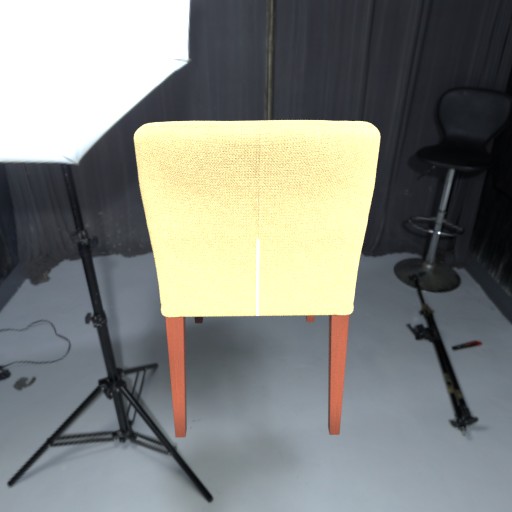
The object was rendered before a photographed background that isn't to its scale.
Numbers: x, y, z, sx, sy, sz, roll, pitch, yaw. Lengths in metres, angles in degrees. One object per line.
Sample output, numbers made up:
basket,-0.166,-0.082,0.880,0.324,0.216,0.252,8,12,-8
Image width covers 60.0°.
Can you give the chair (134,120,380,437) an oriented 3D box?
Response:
chair,0.000,0.000,1.197,0.491,0.839,0.589,-1,30,-1
